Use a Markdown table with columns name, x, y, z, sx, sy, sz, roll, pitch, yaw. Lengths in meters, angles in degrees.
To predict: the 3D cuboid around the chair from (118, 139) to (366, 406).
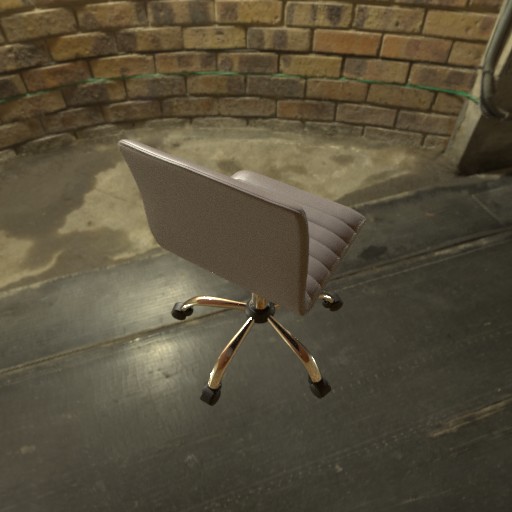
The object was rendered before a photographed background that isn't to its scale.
| name | x | y | z | sx | sy | sz | roll | pitch | yaw |
| --- | --- | --- | --- | --- | --- | --- | --- | --- | --- |
| chair | 0.000 | 0.000 | 1.137 | 0.569 | 0.750 | 0.542 | 24 | 51 | 21 |
